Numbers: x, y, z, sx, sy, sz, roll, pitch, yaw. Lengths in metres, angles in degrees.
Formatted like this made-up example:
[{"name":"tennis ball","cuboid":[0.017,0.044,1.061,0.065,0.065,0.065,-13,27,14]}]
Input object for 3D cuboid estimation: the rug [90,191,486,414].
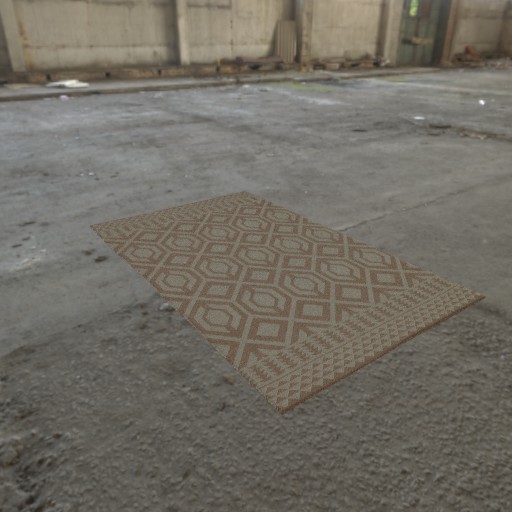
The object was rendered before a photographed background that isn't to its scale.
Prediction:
[{"name":"rug","cuboid":[0.000,0.000,3.042,1.526,0.011,2.435,-18,31,-32]}]
